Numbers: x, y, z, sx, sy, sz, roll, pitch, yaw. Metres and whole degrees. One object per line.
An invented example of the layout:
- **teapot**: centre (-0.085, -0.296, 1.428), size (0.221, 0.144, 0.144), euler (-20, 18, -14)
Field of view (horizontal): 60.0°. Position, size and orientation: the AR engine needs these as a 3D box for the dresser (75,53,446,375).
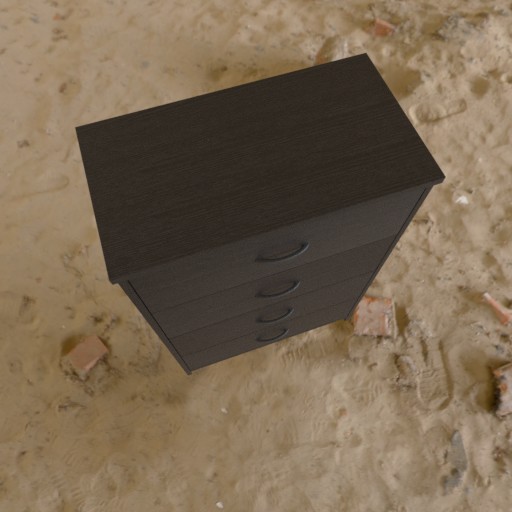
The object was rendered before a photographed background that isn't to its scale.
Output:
- **dresser**: centre (0.000, 0.000, 1.404), size (0.704, 1.020, 0.399), euler (-17, 66, -8)
